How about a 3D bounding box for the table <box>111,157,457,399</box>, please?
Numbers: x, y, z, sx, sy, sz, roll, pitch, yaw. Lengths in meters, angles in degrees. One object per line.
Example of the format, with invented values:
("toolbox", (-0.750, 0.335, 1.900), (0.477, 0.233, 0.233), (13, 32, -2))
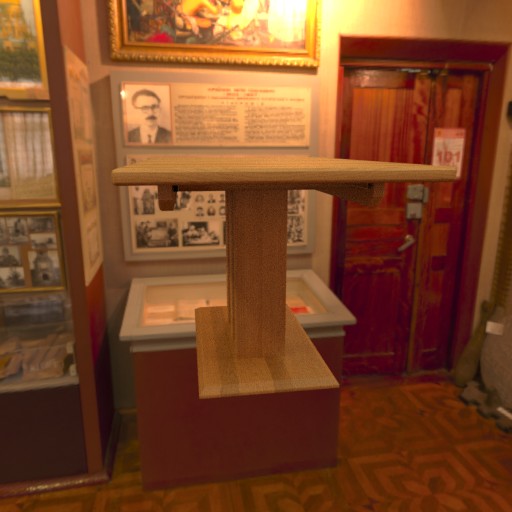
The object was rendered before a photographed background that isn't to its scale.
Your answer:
("table", (0.000, 0.000, 1.836), (0.900, 0.770, 1.300), (-2, 14, -8))
